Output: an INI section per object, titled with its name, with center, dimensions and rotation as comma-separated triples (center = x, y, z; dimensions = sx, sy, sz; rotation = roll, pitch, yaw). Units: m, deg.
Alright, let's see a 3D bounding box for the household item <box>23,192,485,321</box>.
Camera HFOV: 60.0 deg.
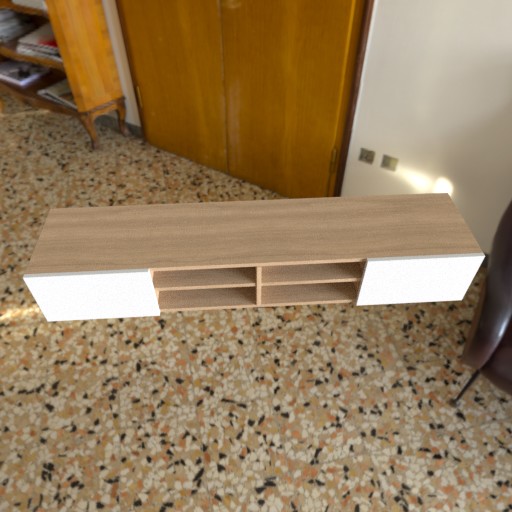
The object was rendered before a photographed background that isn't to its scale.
[household item]
center = 0.000, 0.000, 2.027
dimensions = 1.850, 0.310, 0.420
rotation = -3, 46, -3
